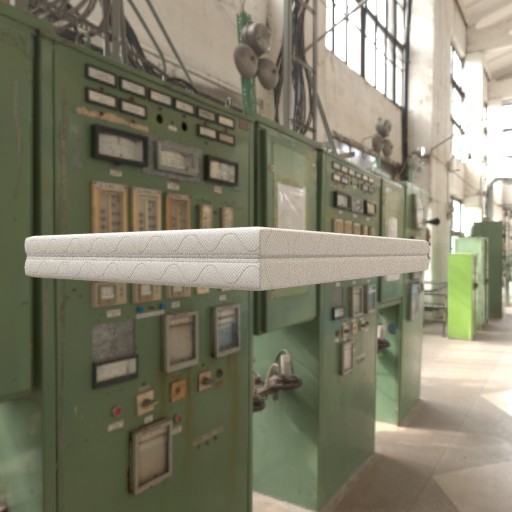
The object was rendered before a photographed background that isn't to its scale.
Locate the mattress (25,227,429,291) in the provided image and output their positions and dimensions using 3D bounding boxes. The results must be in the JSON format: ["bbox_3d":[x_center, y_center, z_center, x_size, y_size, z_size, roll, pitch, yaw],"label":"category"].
[{"bbox_3d":[0.000,0.000,2.506,1.400,0.200,1.900,0,1,36],"label":"mattress"}]
